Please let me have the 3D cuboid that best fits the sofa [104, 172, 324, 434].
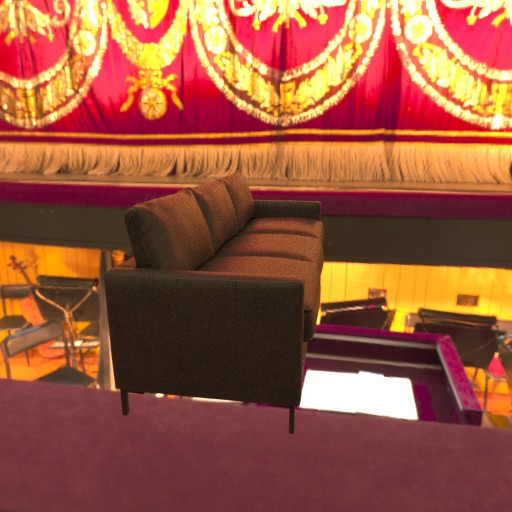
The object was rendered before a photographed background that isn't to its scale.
[{"bbox_3d":[0.000,0.000,2.468,0.748,0.805,2.029,2,15,9],"label":"sofa"}]
